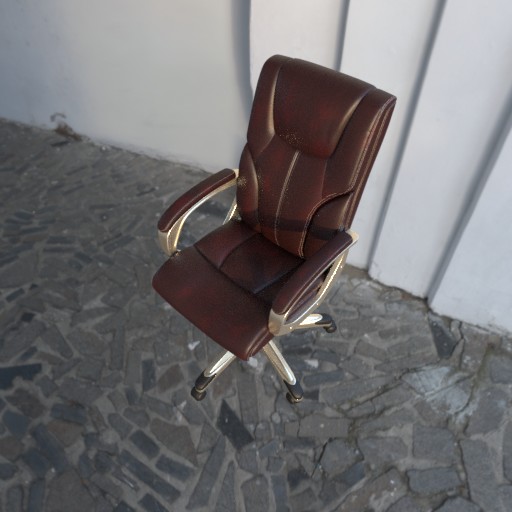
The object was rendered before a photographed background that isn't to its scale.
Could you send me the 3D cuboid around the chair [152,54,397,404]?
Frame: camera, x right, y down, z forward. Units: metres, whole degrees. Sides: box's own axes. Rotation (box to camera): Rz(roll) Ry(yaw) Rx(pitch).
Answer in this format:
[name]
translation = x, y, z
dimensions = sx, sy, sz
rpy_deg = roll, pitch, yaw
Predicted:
[chair]
translation = 0.000, 0.000, 1.570
dimensions = 0.662, 1.107, 0.739
rpy_deg = 33, 55, 27
